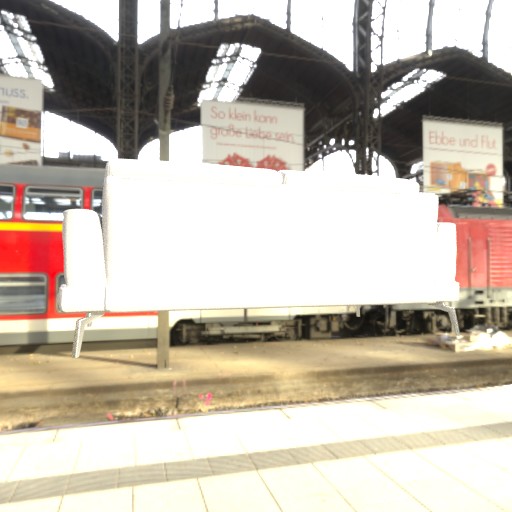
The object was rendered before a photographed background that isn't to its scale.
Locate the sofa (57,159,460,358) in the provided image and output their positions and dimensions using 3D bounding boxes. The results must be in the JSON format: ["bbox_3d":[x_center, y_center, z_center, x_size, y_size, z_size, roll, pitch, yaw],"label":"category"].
[{"bbox_3d":[0.000,0.000,2.737,2.177,0.930,1.121,0,-2,-18],"label":"sofa"}]
